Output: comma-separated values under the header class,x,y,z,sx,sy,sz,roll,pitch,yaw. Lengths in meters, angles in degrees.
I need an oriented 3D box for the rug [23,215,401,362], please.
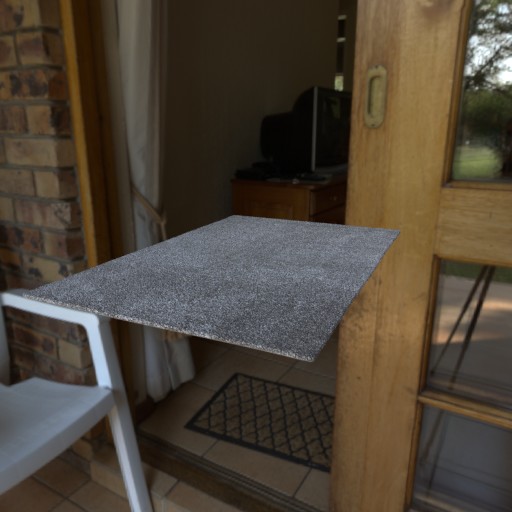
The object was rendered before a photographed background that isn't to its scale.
class,x,y,z,sx,sy,sz,roll,pitch,yaw
rug,0.000,0.000,3.433,1.802,0.026,2.699,7,18,24
